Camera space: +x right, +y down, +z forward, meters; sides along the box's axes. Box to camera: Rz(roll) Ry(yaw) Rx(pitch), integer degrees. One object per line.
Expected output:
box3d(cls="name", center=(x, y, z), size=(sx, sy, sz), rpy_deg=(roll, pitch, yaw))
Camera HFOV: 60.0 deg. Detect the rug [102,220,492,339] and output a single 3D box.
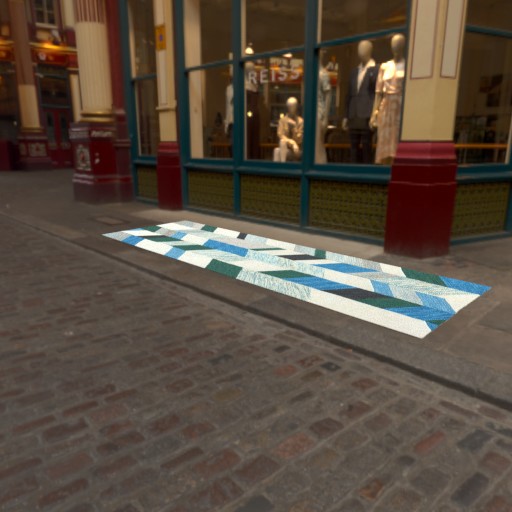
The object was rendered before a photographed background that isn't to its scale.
box3d(cls="rug", center=(0.000, 0.000, 2.691), size=(2.437, 0.008, 0.774), rpy_deg=(15, 21, 43))
